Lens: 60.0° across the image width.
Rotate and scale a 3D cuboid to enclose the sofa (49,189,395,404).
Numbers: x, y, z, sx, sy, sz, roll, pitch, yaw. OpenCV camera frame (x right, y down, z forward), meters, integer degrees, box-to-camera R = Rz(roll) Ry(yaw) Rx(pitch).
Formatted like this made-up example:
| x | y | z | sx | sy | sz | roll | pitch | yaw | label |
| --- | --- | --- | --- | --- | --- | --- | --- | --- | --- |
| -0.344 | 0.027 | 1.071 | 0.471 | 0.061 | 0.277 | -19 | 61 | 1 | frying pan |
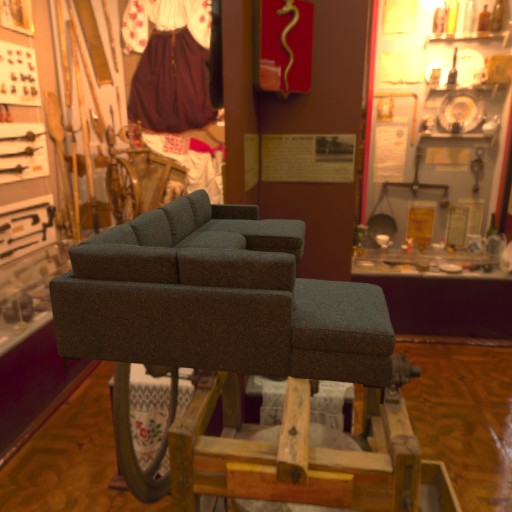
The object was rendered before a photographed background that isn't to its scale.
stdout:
| x | y | z | sx | sy | sz | roll | pitch | yaw | label |
| --- | --- | --- | --- | --- | --- | --- | --- | --- | --- |
| 0.000 | 0.000 | 3.868 | 2.007 | 0.813 | 2.956 | 3 | 16 | 9 | sofa |
